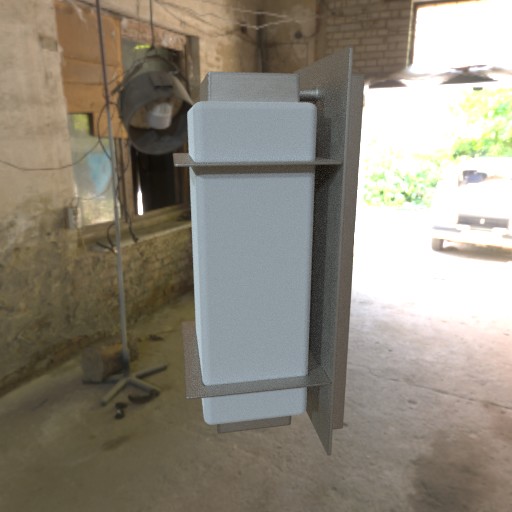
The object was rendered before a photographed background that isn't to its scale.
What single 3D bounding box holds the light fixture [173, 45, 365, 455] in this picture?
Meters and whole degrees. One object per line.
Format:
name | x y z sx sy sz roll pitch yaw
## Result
light fixture | 0.000 0.000 0.464 0.160 0.380 0.168 -3 16 -10
